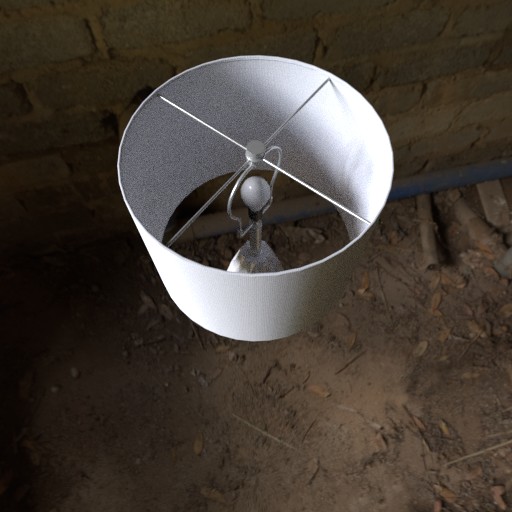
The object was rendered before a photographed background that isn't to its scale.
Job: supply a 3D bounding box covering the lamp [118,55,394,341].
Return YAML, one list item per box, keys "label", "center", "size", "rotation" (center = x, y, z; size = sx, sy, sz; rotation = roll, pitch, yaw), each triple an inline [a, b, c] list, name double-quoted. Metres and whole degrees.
- label: "lamp"
  center: [0.000, 0.000, 0.709]
  size: [0.297, 0.522, 0.297]
  rotation: [0, 64, 0]
